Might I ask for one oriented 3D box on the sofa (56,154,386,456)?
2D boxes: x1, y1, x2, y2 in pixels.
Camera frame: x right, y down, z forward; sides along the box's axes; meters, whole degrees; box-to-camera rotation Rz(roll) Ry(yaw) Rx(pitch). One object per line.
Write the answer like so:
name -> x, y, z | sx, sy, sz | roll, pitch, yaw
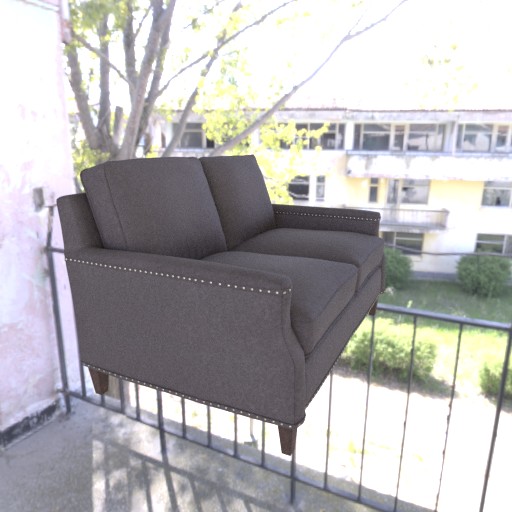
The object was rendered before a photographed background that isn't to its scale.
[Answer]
sofa -> 0.000, 0.000, 2.283 | 1.084, 1.003, 1.597 | 7, 16, 25
